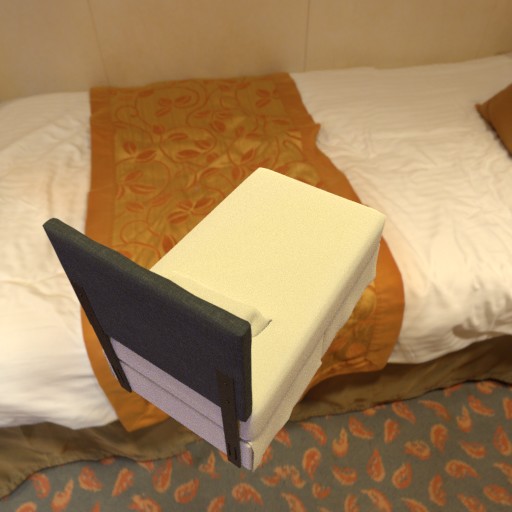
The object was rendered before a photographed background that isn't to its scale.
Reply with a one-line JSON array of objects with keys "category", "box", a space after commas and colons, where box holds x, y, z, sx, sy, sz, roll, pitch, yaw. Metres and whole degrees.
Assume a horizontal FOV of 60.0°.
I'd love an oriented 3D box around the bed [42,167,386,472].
[{"category": "bed", "box": [0.000, 0.000, 2.991, 1.261, 1.571, 1.997, 25, 52, 21]}]
